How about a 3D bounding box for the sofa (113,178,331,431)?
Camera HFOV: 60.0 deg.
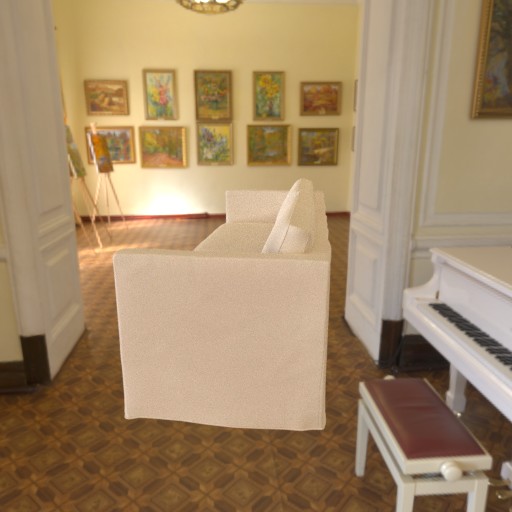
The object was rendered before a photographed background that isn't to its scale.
[{"bbox_3d":[0.000,0.000,3.356,1.036,0.999,2.779,2,15,7],"label":"sofa"}]
